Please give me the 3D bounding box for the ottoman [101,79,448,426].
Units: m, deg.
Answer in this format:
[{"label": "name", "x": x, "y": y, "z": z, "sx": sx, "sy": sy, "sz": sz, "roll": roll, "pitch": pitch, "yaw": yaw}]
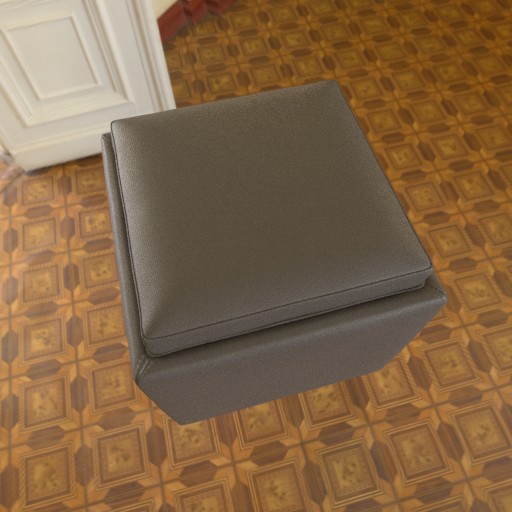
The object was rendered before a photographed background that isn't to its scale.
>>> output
[{"label": "ottoman", "x": 0.000, "y": 0.000, "z": 0.815, "sx": 0.451, "sy": 0.460, "sz": 0.450, "roll": -13, "pitch": 62, "yaw": -7}]
